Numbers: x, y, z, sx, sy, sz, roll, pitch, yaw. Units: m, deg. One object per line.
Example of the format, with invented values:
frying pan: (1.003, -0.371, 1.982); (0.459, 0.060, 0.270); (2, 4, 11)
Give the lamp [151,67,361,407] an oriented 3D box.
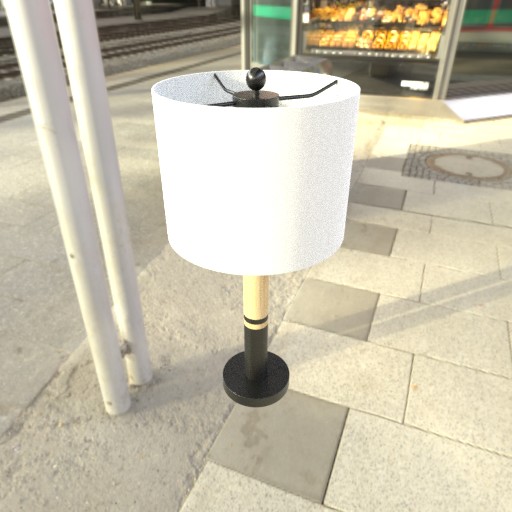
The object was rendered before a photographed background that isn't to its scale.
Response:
lamp: (0.000, 0.000, 0.810); (0.305, 0.640, 0.305); (11, 32, 17)
